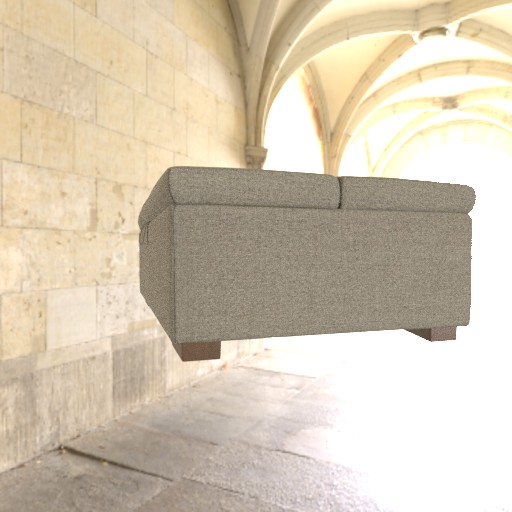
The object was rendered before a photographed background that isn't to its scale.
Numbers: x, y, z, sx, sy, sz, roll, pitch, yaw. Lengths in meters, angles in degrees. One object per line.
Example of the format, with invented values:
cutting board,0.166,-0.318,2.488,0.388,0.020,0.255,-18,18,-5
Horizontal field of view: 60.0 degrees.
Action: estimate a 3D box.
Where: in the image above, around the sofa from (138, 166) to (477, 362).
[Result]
sofa,0.000,0.000,1.600,0.817,0.434,1.250,0,0,-18
